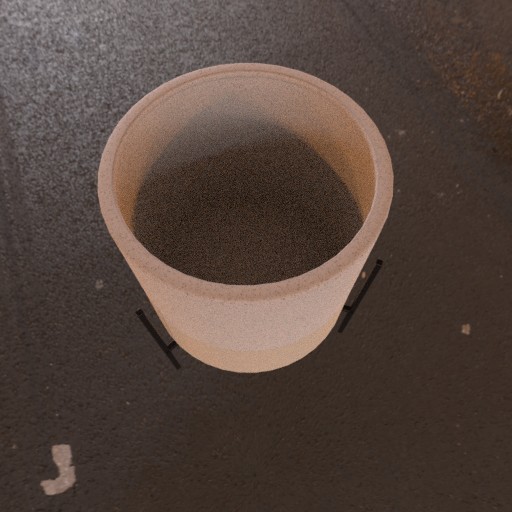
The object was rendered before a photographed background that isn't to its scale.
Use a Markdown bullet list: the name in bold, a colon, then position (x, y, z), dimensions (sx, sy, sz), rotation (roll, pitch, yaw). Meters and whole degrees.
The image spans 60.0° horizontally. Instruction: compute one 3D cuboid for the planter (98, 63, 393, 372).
- **planter**: position (0.000, 0.000, 0.652), dimensions (0.335, 0.423, 0.313), rotation (15, 65, 7)
